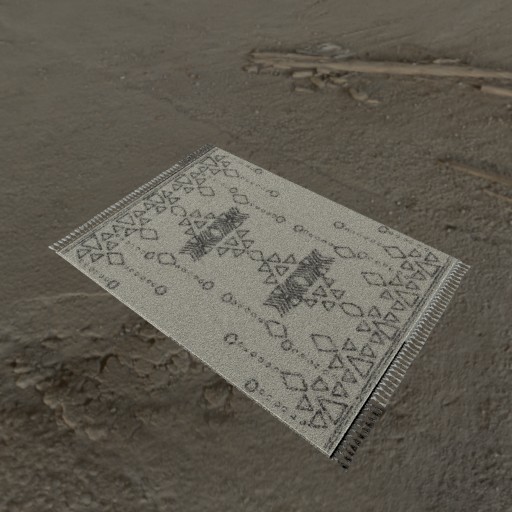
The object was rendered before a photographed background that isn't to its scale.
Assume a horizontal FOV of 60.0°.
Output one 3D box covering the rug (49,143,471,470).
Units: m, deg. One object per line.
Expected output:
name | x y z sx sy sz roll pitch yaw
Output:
rug | 0.000 0.000 2.941 2.312 0.013 1.600 30 54 25
